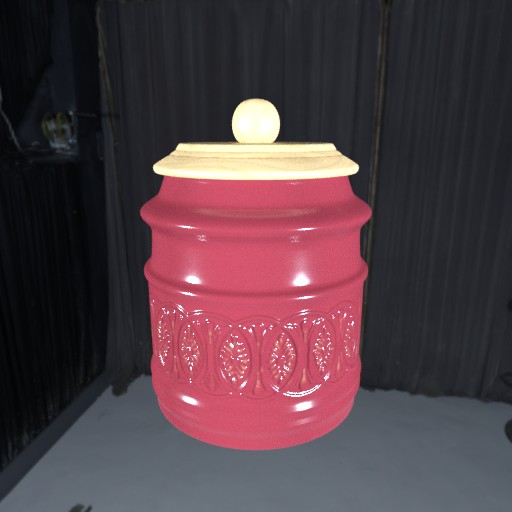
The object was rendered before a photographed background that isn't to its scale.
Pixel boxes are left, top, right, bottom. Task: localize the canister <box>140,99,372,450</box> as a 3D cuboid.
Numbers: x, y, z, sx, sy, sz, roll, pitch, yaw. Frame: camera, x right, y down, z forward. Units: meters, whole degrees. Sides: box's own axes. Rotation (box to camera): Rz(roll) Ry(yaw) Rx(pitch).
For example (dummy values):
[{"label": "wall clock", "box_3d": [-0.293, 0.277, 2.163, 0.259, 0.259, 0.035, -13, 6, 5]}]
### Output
[{"label": "canister", "box_3d": [0.000, 0.000, 0.263, 0.130, 0.176, 0.130, 0, 15, 0]}]
